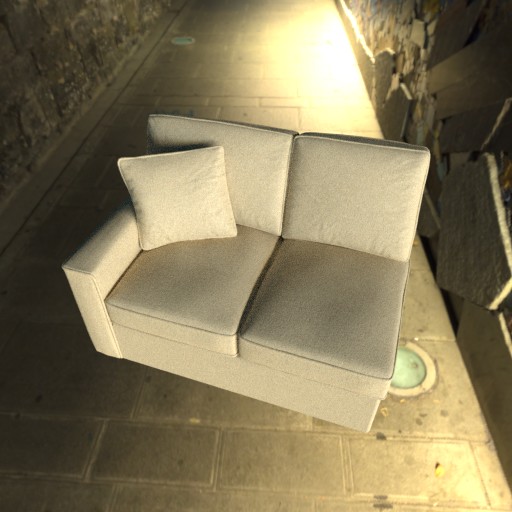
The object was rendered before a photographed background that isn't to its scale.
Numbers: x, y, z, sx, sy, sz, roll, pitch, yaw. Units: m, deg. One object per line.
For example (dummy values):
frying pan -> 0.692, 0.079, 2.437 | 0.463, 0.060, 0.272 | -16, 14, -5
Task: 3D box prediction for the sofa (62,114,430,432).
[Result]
sofa -> 0.000, 0.000, 2.089 | 1.388, 0.989, 0.991 | 13, 43, 14
